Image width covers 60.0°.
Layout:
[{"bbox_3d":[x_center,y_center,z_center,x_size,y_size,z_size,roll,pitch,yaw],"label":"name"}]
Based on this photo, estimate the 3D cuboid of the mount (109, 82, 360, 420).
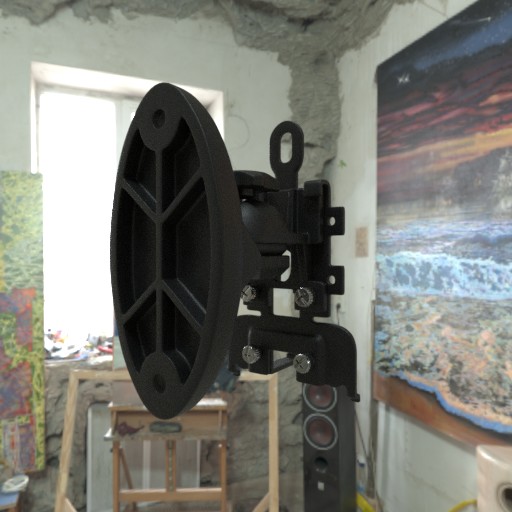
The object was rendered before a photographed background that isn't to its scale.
[{"bbox_3d":[0.000,0.000,0.177,0.066,0.118,0.100,0,1,37],"label":"mount"}]
